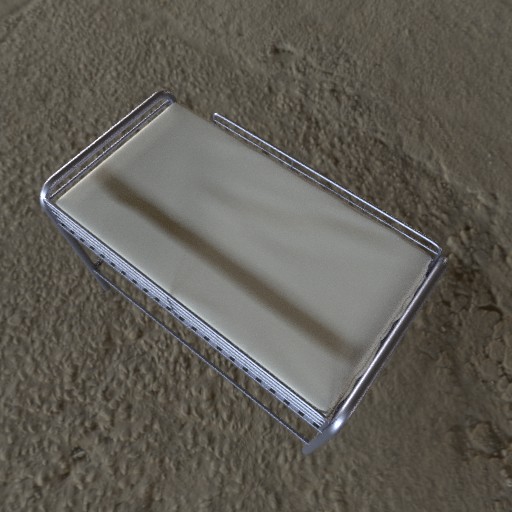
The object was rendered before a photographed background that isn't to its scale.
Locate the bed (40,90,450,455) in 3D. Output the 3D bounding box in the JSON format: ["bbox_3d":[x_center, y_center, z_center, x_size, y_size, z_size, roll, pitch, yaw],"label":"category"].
[{"bbox_3d":[0.000,0.000,2.905,1.965,1.288,1.415,35,67,17],"label":"bed"}]
